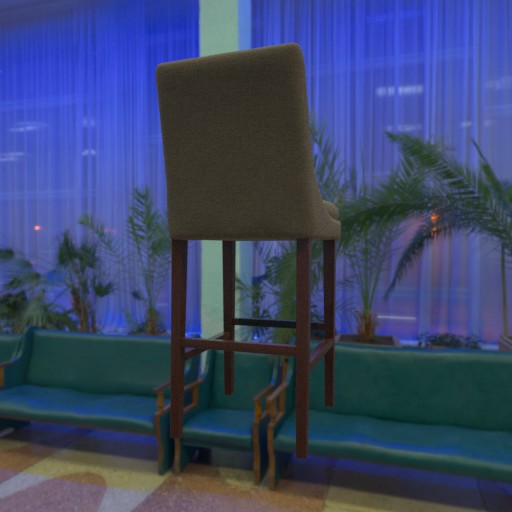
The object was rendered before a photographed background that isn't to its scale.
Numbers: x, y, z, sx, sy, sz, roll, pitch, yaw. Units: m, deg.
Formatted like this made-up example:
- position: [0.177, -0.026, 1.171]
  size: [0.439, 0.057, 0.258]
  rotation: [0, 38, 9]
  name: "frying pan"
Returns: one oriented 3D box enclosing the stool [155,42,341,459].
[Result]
- position: [0.000, 0.000, 1.417]
  size: [0.470, 1.078, 0.577]
  rotation: [0, 1, 19]
  name: "stool"
